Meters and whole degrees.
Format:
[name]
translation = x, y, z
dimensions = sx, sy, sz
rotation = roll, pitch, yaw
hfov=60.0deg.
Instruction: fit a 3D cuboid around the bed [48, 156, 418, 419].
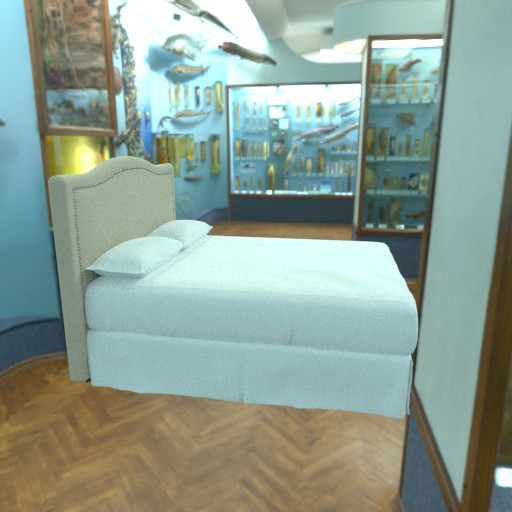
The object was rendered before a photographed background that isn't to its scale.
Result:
[bed]
translation = 0.000, 0.000, 3.338
dimensions = 2.143, 1.460, 1.753
rotation = 3, 14, 10
